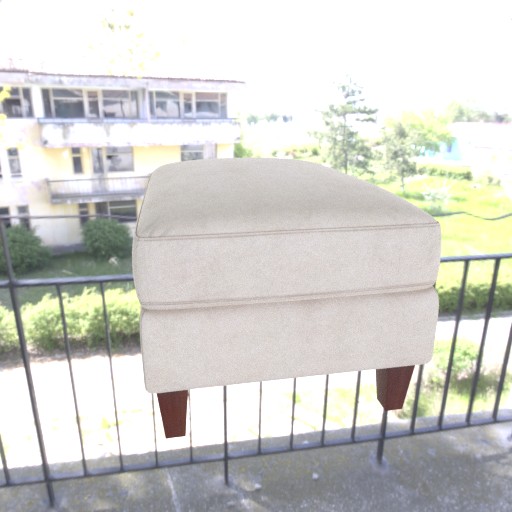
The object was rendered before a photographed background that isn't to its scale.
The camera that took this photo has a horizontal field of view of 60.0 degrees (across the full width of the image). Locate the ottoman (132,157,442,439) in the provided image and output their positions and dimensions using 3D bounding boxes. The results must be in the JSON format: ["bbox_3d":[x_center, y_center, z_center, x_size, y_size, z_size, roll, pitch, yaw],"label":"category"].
[{"bbox_3d":[0.000,0.000,1.207,0.584,0.483,0.864,-3,19,-10],"label":"ottoman"}]
